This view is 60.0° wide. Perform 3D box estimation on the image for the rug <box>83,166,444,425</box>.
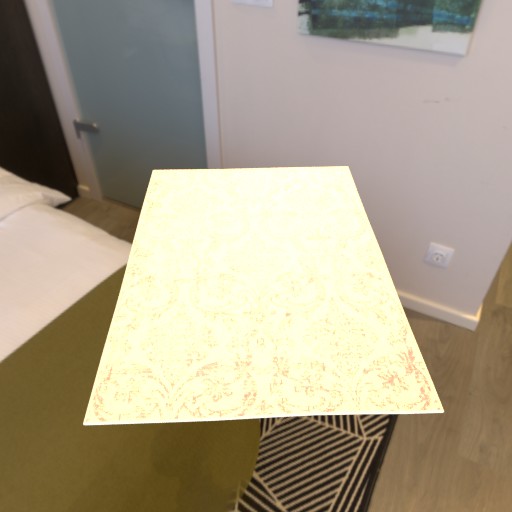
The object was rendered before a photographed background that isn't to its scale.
[{"bbox_3d":[0.000,0.000,2.789,1.598,0.014,2.202,-1,41,-2],"label":"rug"}]
